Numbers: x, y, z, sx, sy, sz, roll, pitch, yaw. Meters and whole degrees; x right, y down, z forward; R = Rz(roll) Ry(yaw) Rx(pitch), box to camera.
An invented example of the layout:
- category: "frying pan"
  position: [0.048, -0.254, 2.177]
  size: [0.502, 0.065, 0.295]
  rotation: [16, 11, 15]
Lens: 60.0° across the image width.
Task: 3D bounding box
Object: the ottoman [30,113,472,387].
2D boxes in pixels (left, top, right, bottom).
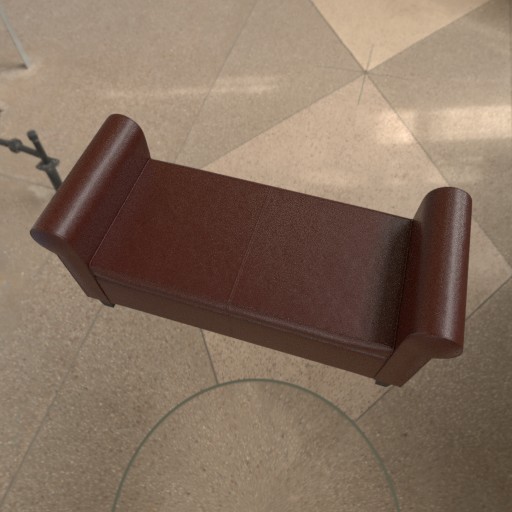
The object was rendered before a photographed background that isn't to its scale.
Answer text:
- category: "ottoman"
  position: [0.000, 0.000, 1.533]
  size: [1.256, 0.547, 0.521]
  rotation: [14, 60, 9]
